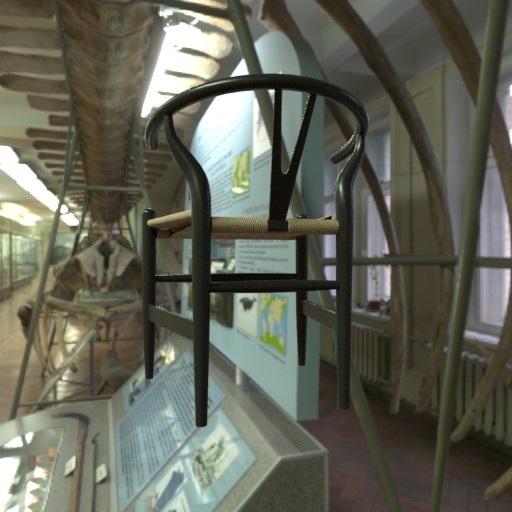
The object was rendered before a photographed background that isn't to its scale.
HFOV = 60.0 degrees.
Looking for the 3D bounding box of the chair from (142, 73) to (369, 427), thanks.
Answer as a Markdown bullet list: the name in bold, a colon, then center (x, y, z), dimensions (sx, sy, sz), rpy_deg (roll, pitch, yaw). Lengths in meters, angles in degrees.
- **chair**: center (0.000, 0.000, 1.165), dimensions (0.570, 0.739, 0.570), rpy_deg (0, 0, -19)
